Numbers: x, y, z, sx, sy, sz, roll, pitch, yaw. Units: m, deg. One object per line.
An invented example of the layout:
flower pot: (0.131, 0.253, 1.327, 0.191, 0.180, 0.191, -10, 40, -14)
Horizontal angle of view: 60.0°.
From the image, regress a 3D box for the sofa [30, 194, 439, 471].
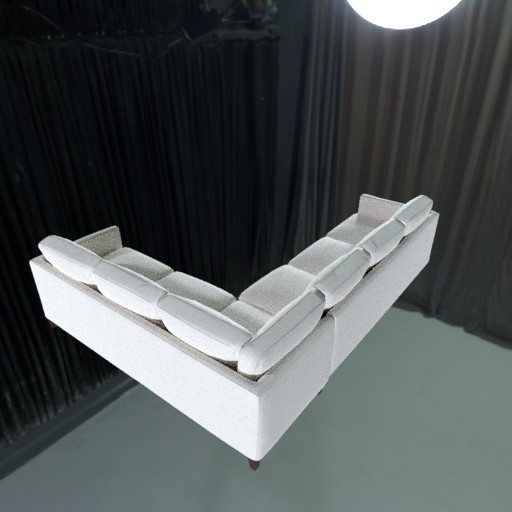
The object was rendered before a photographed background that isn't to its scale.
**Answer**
sofa: (0.000, 0.000, 4.466, 2.593, 0.947, 3.302, 21, 36, 32)
